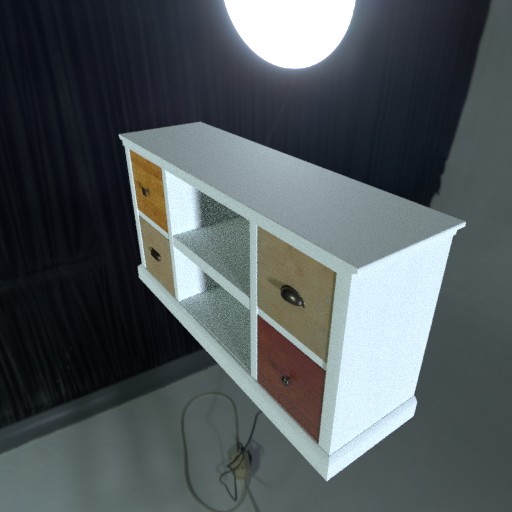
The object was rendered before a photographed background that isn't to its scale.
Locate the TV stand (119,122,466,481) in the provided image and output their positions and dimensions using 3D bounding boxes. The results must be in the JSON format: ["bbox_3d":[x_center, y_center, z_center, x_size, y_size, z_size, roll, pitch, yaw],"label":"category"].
[{"bbox_3d":[0.000,0.000,1.479,0.424,0.624,1.187,-20,35,-31],"label":"TV stand"}]
